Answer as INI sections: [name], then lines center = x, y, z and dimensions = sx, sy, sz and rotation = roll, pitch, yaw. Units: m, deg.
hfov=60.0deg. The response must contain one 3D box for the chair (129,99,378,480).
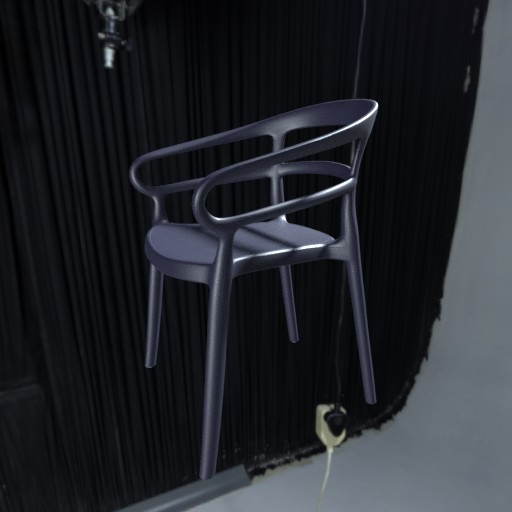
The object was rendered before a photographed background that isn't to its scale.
[chair]
center = 0.000, 0.000, 1.123
dimensions = 0.527, 0.761, 0.559
rotation = -8, 18, -25
